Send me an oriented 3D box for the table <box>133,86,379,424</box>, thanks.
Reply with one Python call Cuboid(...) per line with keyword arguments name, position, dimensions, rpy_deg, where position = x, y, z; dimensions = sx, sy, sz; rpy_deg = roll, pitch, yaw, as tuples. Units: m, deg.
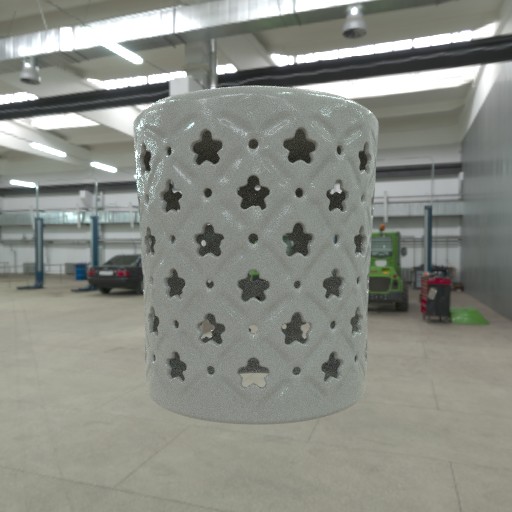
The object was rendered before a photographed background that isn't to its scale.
Cuboid(name="table", position=(0.000, 0.000, 0.660), dimensions=(0.352, 0.387, 0.352), rpy_deg=(0, 1, 0))
